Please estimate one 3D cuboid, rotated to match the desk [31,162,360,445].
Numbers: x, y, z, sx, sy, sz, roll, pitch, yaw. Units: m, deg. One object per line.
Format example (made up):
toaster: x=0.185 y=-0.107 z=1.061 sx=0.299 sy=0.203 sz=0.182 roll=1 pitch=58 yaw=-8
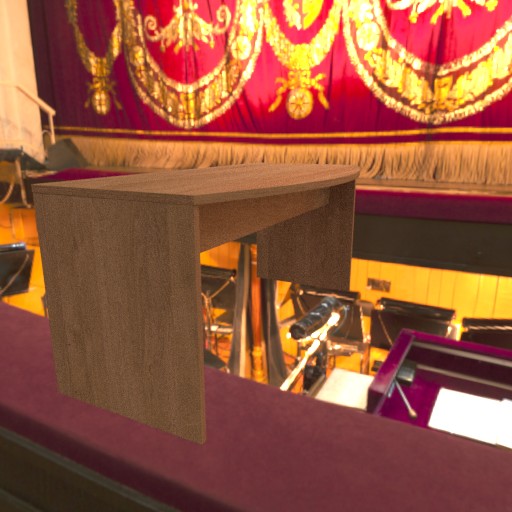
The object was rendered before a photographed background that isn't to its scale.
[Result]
desk: x=0.000 y=0.000 z=2.031 sx=0.802 sy=0.752 sz=1.600 roll=7 pitch=16 yaw=26
